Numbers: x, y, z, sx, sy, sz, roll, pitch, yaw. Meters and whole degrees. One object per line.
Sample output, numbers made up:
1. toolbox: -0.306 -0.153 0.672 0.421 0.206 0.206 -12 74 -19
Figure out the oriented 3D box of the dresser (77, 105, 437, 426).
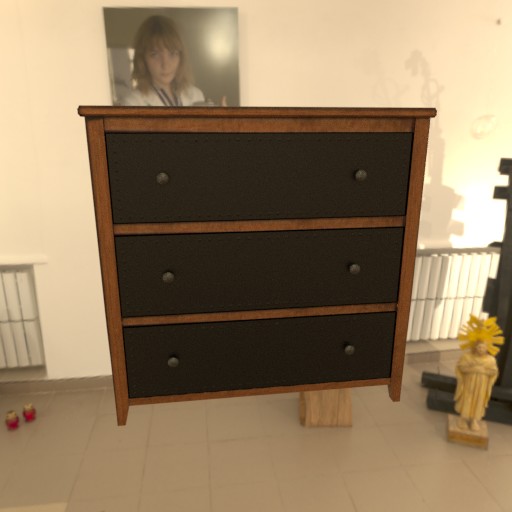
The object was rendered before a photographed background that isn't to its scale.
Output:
1. dresser: 0.000 0.000 1.951 1.250 1.224 0.591 -2 16 -8
